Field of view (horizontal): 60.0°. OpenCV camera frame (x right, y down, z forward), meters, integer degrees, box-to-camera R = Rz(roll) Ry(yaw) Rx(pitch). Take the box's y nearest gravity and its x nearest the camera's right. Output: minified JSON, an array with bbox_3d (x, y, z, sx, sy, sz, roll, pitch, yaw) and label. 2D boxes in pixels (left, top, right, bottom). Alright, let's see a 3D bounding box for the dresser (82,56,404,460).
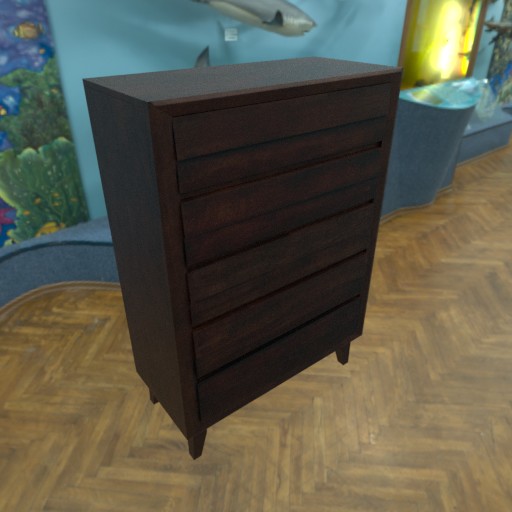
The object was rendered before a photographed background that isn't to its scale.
[{"bbox_3d":[0.000,0.000,1.966,1.072,1.514,0.506,-21,36,-32],"label":"dresser"}]
